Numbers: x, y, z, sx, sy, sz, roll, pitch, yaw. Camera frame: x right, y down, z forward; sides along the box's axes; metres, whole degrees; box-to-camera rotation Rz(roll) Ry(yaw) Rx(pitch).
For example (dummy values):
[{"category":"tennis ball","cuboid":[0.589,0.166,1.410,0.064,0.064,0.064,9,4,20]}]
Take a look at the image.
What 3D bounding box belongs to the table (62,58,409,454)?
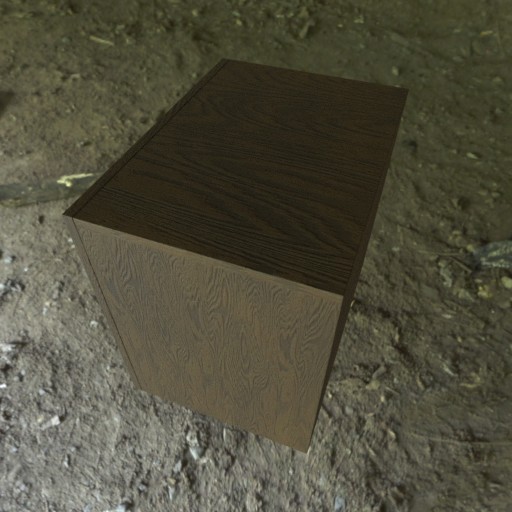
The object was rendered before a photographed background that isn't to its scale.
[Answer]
[{"category":"table","cuboid":[0.000,0.000,0.970,0.439,0.585,0.560,16,49,14]}]
